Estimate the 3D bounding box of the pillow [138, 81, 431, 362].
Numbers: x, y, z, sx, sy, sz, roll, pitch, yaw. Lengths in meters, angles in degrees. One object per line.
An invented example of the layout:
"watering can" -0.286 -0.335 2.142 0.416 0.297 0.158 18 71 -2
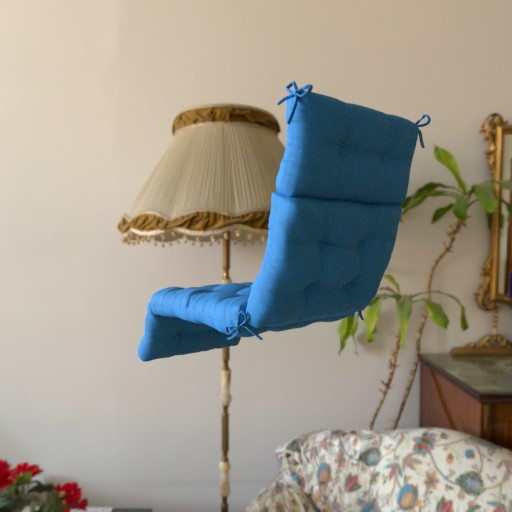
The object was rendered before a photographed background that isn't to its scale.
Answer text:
"pillow" 0.000 0.000 1.541 0.526 0.863 1.016 -1 2 -37
